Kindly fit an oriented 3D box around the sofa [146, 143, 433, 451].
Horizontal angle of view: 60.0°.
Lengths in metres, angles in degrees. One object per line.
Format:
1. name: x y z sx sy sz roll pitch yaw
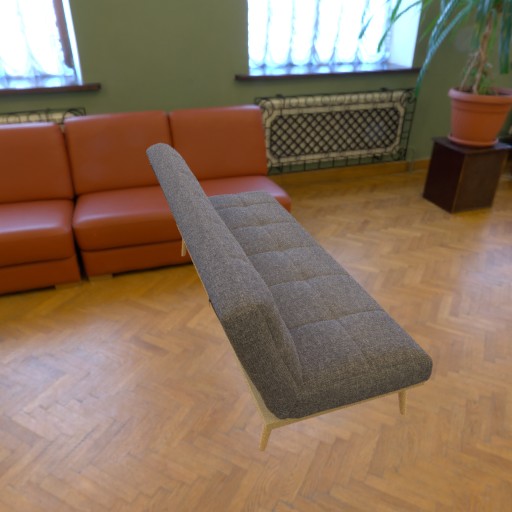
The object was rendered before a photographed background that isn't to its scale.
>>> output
1. sofa: 0.000 0.000 2.270 0.820 0.770 1.820 -10 32 -16
